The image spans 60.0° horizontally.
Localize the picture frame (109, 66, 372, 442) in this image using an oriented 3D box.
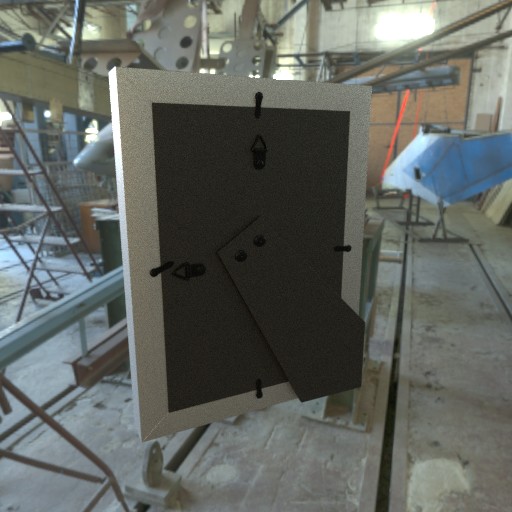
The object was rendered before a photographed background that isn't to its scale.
[{"bbox_3d":[0.000,0.000,0.277,0.157,0.208,0.028,-7,15,-25],"label":"picture frame"}]
